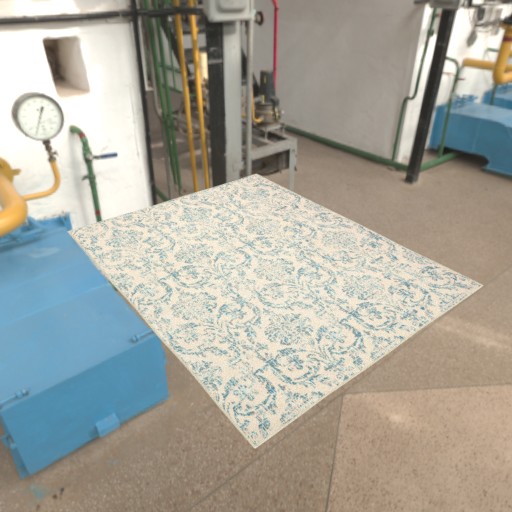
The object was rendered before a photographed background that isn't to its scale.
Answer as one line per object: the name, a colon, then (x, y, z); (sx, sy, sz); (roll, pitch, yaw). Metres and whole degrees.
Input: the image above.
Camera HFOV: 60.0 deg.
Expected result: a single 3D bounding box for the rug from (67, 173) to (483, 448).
rug: (0.000, 0.000, 3.971); (2.363, 0.012, 2.980); (-23, 39, -31)
